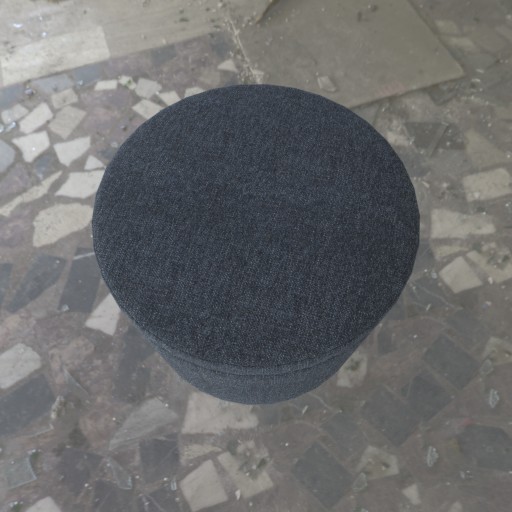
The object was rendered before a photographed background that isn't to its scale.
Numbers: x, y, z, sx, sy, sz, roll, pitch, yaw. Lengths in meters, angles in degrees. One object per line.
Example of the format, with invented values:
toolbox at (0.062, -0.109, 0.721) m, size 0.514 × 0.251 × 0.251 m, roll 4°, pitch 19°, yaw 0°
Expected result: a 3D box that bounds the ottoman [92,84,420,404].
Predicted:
ottoman at (0.000, 0.000, 0.843) m, size 0.500 × 0.419 × 0.500 m, roll 0°, pitch 65°, yaw 0°
